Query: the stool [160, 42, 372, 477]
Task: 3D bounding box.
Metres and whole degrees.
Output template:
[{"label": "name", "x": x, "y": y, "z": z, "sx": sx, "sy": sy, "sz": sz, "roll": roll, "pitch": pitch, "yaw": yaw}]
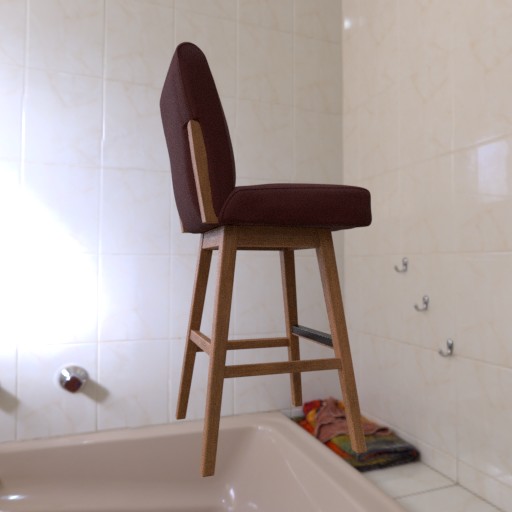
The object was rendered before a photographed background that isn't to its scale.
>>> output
[{"label": "stool", "x": 0.000, "y": 0.000, "z": 1.375, "sx": 0.562, "sy": 1.093, "sz": 0.468, "roll": 0, "pitch": -1, "yaw": -18}]
